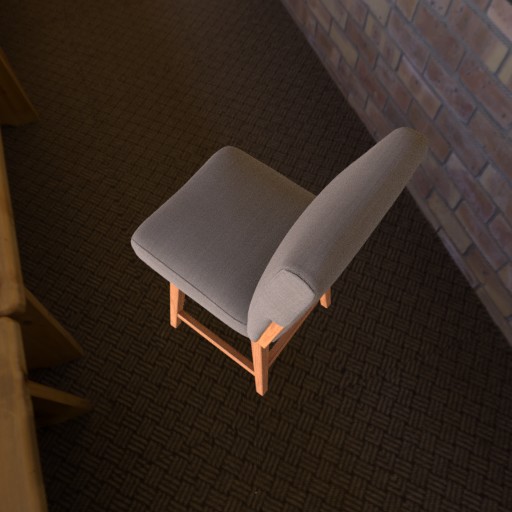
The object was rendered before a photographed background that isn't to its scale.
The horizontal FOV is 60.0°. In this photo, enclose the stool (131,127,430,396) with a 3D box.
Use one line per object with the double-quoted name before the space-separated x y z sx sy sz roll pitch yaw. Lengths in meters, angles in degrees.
"stool" 0.000 0.000 1.306 0.570 1.019 0.459 34 67 17
